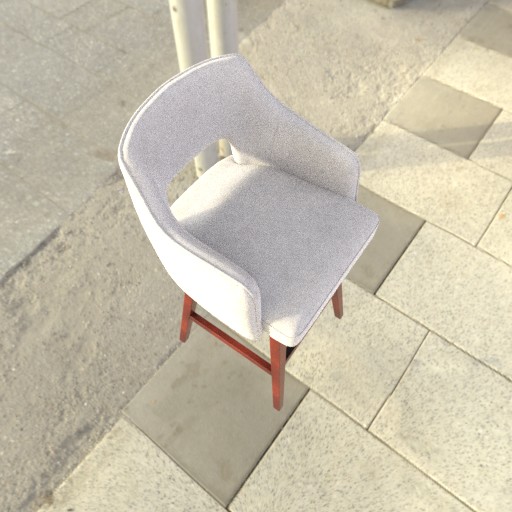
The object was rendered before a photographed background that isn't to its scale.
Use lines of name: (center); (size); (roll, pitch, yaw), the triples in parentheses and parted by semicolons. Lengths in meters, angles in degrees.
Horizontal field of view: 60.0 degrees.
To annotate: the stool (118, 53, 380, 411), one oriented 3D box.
stool: (0.000, 0.000, 1.372); (0.558, 1.012, 0.548); (31, 63, 18)
